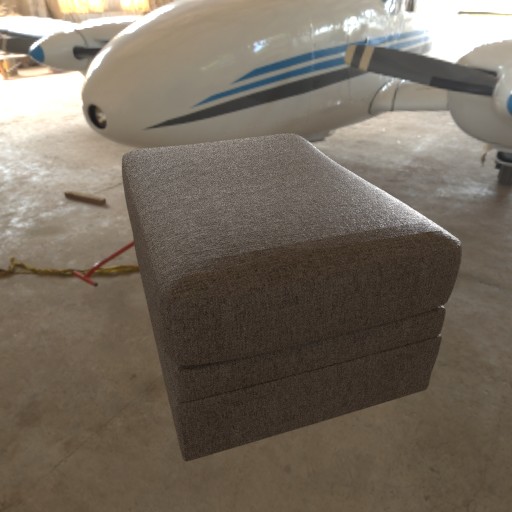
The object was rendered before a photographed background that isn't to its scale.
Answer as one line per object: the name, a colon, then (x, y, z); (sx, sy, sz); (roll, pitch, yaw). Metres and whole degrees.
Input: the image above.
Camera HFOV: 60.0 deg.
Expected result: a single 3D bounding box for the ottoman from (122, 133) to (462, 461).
ottoman: (0.000, 0.000, 1.242); (0.637, 0.478, 0.885); (-10, 32, -16)
